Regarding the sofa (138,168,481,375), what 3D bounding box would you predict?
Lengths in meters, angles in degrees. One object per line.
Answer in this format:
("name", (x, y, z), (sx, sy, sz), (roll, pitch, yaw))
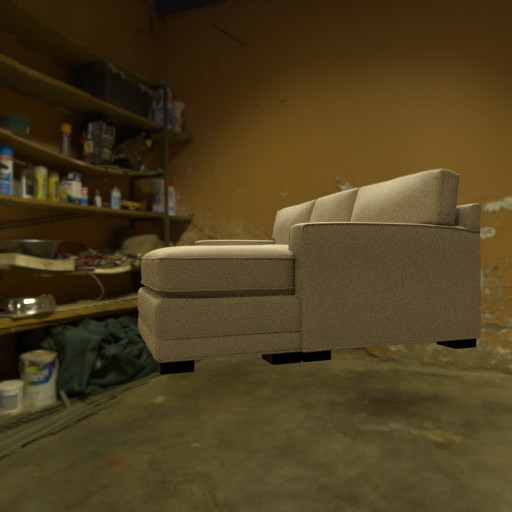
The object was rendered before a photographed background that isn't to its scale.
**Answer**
("sofa", (0.000, 0.000, 2.791), (1.496, 0.861, 2.087), (0, 0, -20))
